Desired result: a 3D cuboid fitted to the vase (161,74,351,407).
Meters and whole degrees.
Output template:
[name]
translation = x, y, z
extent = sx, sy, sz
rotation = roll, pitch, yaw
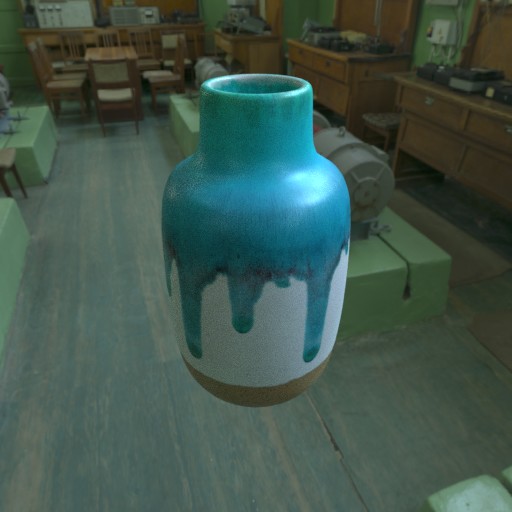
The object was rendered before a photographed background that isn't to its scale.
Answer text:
[vase]
translation = 0.000, 0.000, 0.259
extent = 0.106, 0.192, 0.106
rotation = 0, 32, 0
